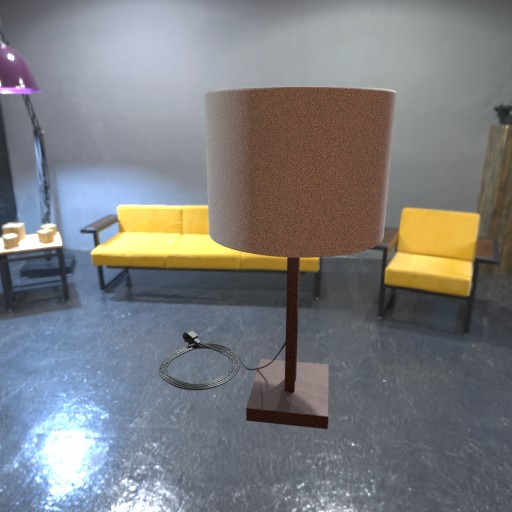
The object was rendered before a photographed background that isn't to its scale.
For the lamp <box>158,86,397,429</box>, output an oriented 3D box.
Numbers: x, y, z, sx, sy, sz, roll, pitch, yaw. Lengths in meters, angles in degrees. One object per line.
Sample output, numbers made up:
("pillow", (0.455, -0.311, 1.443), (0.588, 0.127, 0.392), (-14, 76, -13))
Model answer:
("lamp", (0.000, 0.000, 0.970), (0.525, 0.668, 0.396), (3, 18, 9))
